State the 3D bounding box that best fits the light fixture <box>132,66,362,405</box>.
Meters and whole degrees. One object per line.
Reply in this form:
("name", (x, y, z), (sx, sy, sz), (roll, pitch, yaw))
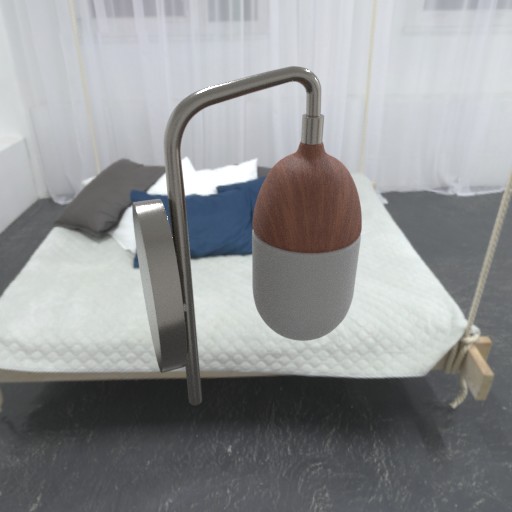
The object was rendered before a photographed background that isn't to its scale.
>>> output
("light fixture", (0.000, 0.000, 0.436), (0.216, 0.343, 0.108), (-11, 31, -18))
